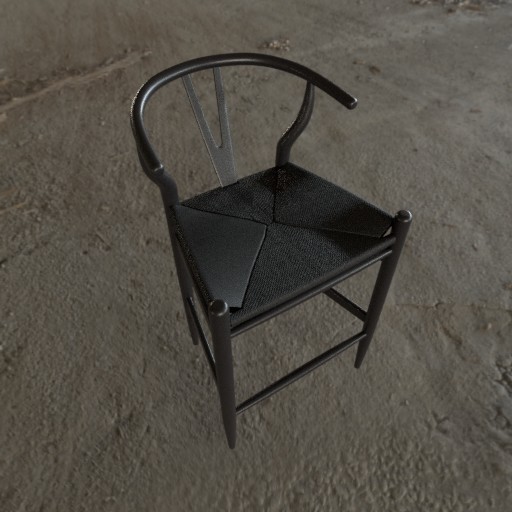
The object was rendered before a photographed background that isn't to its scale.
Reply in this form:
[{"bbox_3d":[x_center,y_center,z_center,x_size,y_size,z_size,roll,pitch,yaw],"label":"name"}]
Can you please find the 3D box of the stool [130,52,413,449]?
[{"bbox_3d":[0.000,0.000,1.317,0.569,0.970,0.579,-25,51,-22],"label":"stool"}]
